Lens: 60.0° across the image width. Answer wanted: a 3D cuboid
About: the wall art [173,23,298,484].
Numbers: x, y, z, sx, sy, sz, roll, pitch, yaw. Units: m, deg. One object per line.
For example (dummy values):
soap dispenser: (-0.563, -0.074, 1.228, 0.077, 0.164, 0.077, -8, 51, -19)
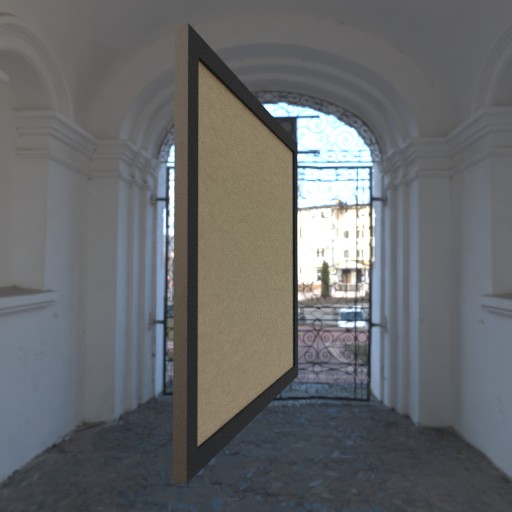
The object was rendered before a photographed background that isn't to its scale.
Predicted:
wall art: (0.000, 0.000, 0.513, 0.012, 0.357, 0.358, -1, -2, 19)
